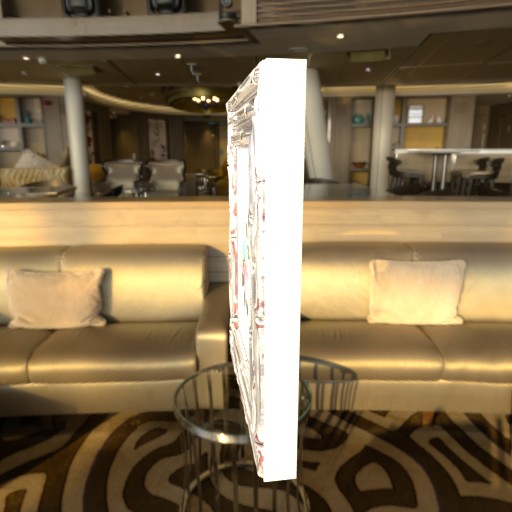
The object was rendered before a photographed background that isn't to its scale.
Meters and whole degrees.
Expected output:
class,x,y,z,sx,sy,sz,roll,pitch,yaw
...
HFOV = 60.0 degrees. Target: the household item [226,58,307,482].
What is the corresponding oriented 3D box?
class,x,y,z,sx,sy,sz,roll,pitch,yaw
household item,0.000,0.000,0.298,0.025,0.216,0.165,-2,13,-8
